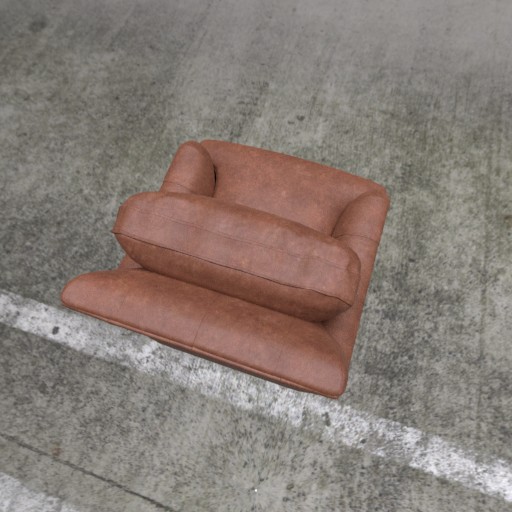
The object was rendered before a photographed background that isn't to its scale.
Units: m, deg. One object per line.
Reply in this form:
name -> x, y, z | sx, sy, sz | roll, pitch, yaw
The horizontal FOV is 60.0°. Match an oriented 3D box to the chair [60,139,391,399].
chair -> 0.000, 0.000, 1.929 | 0.986, 1.055, 1.158 | 17, 63, 9
